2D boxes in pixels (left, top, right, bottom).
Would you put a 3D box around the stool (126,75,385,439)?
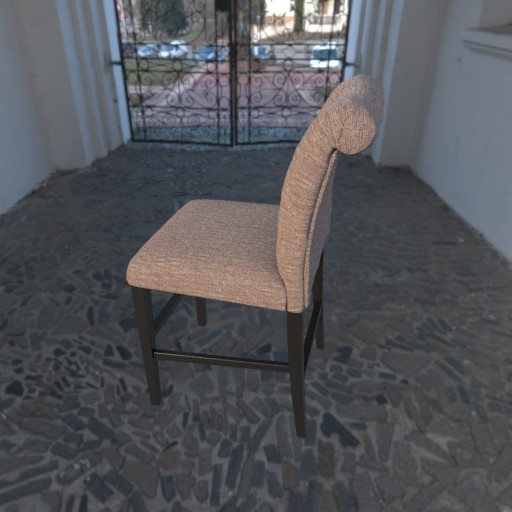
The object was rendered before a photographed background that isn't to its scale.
[{"bbox_3d":[0.000,0.000,1.312,0.611,0.970,0.457,8,31,13],"label":"stool"}]
